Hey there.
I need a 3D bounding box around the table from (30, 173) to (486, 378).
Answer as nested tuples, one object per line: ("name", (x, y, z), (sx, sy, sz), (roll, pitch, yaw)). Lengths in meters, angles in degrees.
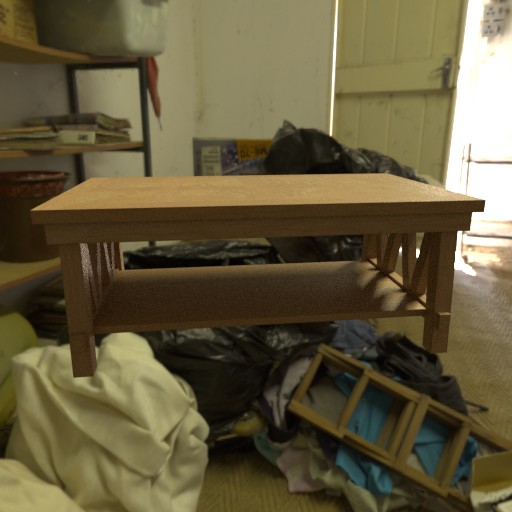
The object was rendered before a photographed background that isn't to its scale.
("table", (0.000, 0.000, 1.634), (1.270, 0.507, 0.711), (-2, 17, -7))
